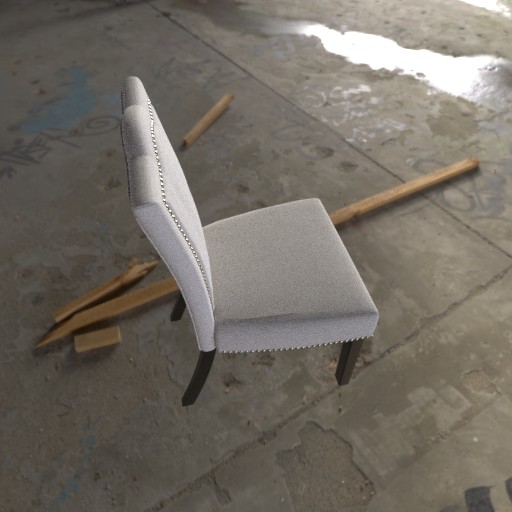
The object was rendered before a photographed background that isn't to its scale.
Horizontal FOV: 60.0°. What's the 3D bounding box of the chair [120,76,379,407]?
[{"bbox_3d":[0.000,0.000,1.288,0.589,0.946,0.518,-10,48,-9],"label":"chair"}]
